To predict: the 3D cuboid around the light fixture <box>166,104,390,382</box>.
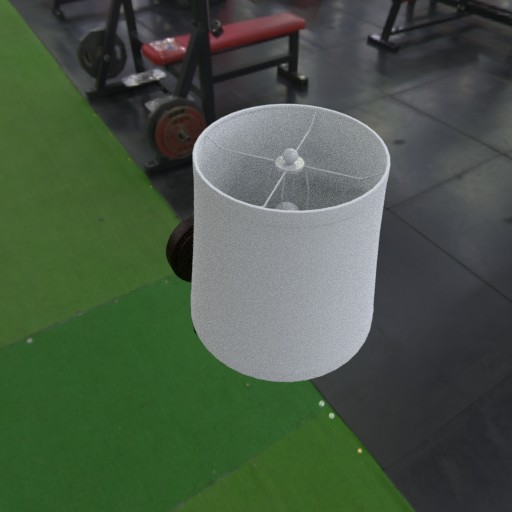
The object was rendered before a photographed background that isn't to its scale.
[{"bbox_3d":[0.000,0.000,0.257,0.100,0.172,0.157,-22,50,-21],"label":"light fixture"}]
